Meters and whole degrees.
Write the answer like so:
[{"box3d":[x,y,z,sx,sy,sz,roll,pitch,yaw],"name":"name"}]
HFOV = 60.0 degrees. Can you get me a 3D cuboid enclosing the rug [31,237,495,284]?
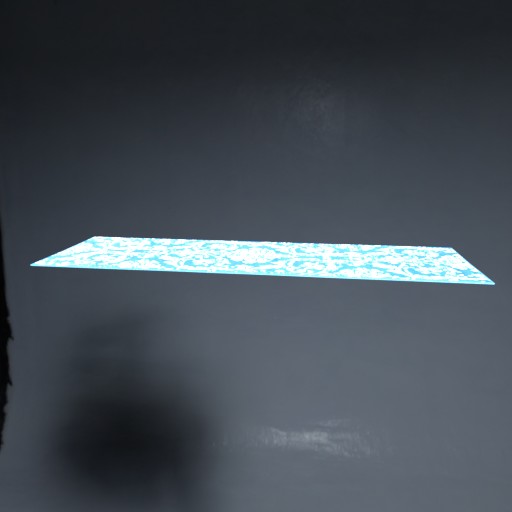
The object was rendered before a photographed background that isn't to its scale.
[{"box3d":[0.000,0.000,2.393,2.196,0.011,0.662,2,15,8],"name":"rug"}]
